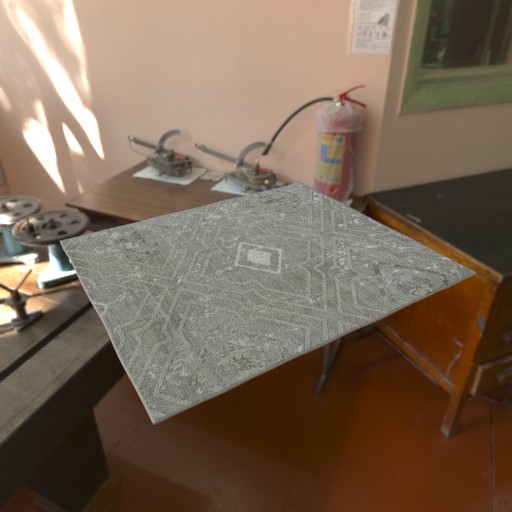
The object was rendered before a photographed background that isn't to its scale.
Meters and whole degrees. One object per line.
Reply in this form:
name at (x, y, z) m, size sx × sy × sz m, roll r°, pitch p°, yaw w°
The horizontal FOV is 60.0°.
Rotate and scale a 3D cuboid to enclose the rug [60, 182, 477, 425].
rug at (0.000, 0.000, 0.884) m, size 0.639 × 0.006 × 0.548 m, roll -18°, pitch 35°, yaw -27°
